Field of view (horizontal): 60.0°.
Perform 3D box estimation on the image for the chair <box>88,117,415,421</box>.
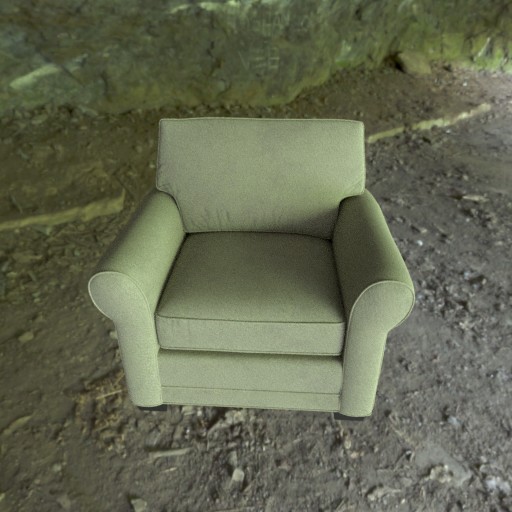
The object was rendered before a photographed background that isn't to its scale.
[{"bbox_3d":[0.000,0.000,1.950,1.147,1.044,0.939,2,30,3],"label":"chair"}]
